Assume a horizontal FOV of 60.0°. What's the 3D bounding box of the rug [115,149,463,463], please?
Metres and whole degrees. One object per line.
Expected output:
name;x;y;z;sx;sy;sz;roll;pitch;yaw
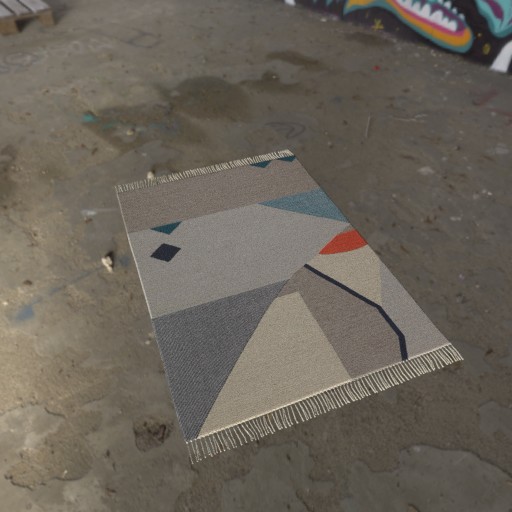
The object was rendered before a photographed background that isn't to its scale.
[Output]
rug;0.000;0.000;2.358;1.220;0.005;1.828;-15;47;-15
